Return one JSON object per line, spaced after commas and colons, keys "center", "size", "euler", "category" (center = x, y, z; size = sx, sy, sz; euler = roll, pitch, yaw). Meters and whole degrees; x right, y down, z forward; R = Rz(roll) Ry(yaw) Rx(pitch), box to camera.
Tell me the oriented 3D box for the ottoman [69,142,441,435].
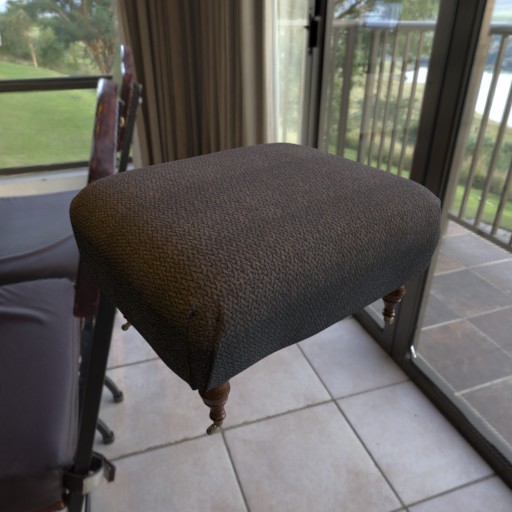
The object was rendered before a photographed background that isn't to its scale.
{"center": [0.000, 0.000, 1.135], "size": [0.747, 0.450, 0.622], "euler": [-21, 36, -32], "category": "ottoman"}
